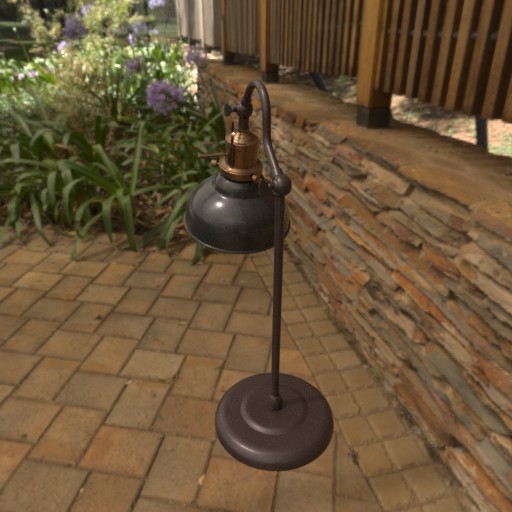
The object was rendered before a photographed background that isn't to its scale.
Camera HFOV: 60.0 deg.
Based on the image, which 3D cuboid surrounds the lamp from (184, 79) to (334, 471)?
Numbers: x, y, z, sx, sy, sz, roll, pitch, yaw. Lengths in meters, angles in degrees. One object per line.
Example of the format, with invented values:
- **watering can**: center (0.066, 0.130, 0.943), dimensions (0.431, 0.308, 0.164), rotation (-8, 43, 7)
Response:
- **lamp**: center (0.000, 0.000, 0.684), dimensions (0.192, 0.508, 0.374), rotation (-9, 28, -17)
